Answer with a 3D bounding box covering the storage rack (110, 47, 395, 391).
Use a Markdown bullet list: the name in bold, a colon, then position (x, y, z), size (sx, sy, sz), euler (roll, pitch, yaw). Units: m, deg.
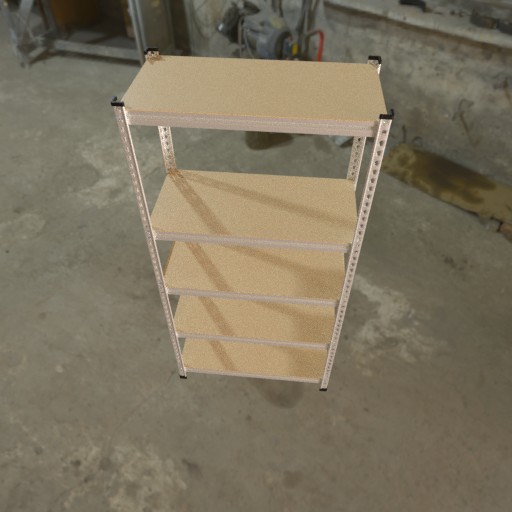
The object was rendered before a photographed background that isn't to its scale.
- **storage rack**: position (0.000, 0.000, 2.226), size (0.914, 1.829, 0.457), euler (4, 47, 4)
